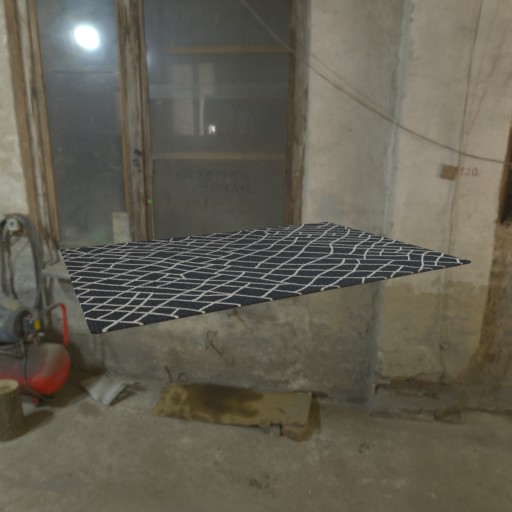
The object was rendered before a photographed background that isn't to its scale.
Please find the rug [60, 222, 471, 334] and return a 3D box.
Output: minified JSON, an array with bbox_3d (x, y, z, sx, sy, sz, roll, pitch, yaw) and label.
[{"bbox_3d":[0.000,0.000,2.351,1.830,0.013,1.223,-8,17,-26],"label":"rug"}]
